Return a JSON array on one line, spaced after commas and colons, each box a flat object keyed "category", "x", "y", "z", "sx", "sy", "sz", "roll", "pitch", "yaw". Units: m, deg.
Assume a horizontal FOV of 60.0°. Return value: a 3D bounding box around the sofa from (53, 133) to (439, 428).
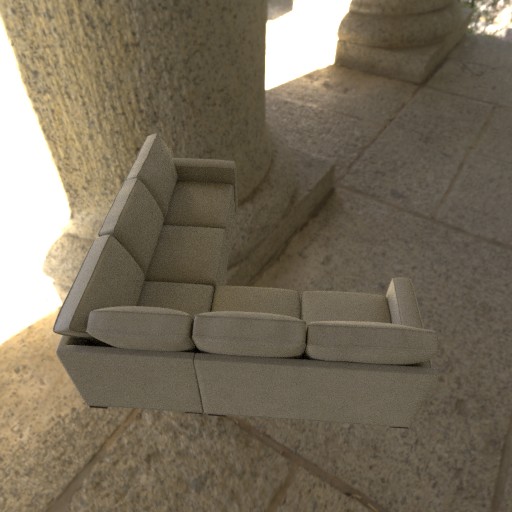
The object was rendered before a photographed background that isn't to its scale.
[{"category": "sofa", "x": 0.000, "y": 0.000, "z": 3.416, "sx": 2.188, "sy": 0.936, "sz": 2.211, "roll": 2, "pitch": 45, "yaw": 2}]
